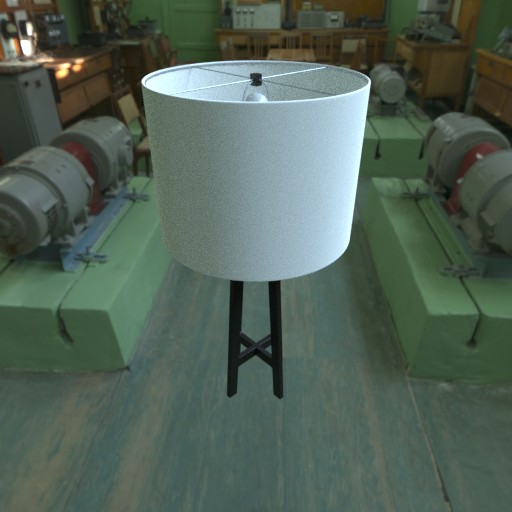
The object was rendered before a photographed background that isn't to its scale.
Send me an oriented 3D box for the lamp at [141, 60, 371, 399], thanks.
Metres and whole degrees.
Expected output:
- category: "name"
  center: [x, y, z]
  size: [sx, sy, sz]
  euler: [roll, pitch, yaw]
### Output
- category: "lamp"
  center: [0.000, 0.000, 0.635]
  size: [0.257, 0.489, 0.257]
  euler: [1, 32, 2]
